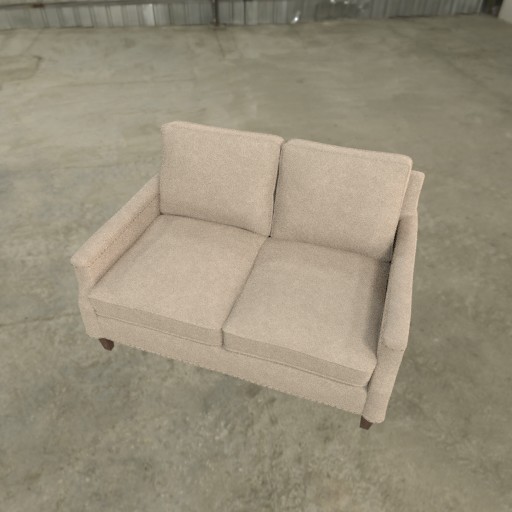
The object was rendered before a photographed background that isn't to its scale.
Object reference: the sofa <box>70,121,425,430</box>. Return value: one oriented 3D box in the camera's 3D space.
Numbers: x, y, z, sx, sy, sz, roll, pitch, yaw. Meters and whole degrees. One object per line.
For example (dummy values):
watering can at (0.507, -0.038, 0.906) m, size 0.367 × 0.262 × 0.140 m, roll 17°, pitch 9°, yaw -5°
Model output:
sofa at (0.000, 0.000, 2.350) m, size 1.597 × 1.002 × 1.084 m, roll 13°, pitch 43°, yaw 14°
